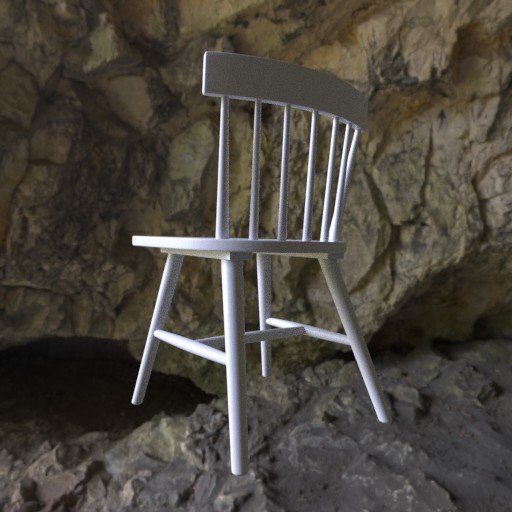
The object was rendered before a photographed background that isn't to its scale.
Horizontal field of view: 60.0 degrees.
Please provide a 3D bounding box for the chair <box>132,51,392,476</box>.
[{"bbox_3d":[0.000,0.000,1.114,0.483,0.787,0.500,0,0,-36],"label":"chair"}]
